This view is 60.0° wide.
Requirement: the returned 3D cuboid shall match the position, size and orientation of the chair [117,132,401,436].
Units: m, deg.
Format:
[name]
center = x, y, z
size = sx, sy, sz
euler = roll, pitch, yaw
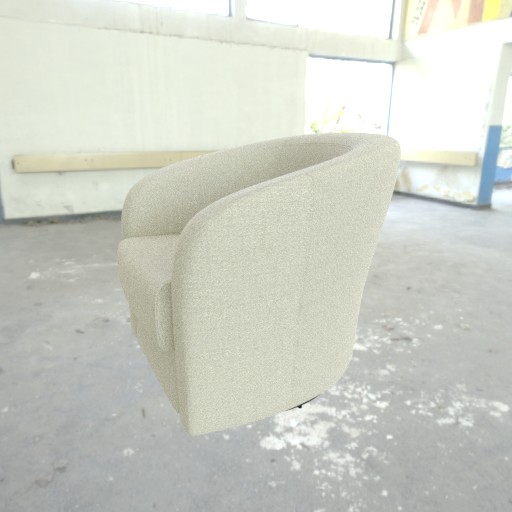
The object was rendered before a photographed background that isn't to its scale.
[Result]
[chair]
center = 0.000, 0.000, 1.433
size = 0.815, 0.771, 0.791
euler = -8, 17, -26
